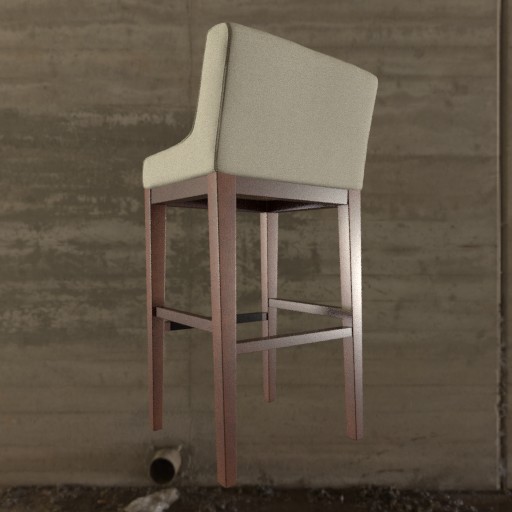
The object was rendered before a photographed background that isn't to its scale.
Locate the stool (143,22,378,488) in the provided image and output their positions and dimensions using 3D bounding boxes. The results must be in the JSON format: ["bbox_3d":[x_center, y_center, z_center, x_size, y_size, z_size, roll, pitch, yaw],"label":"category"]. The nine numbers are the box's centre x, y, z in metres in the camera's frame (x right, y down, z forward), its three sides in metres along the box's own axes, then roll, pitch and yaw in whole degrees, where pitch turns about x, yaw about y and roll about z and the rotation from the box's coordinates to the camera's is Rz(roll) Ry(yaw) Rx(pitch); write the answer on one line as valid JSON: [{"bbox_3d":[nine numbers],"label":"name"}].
[{"bbox_3d":[0.000,0.000,1.280,0.511,1.037,0.500,0,0,-36],"label":"stool"}]
